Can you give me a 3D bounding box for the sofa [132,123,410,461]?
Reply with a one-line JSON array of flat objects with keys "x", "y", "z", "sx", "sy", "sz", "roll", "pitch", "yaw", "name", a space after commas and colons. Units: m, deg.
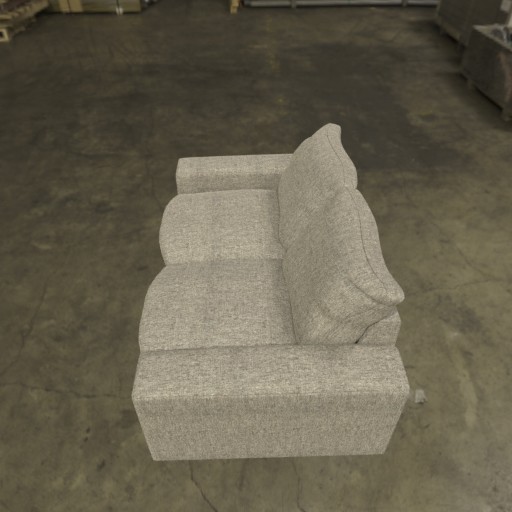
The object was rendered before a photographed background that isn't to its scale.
[{"x": 0.000, "y": 0.000, "z": 2.336, "sx": 1.094, "sy": 0.877, "sz": 1.758, "roll": -1, "pitch": 42, "yaw": -1, "name": "sofa"}]
